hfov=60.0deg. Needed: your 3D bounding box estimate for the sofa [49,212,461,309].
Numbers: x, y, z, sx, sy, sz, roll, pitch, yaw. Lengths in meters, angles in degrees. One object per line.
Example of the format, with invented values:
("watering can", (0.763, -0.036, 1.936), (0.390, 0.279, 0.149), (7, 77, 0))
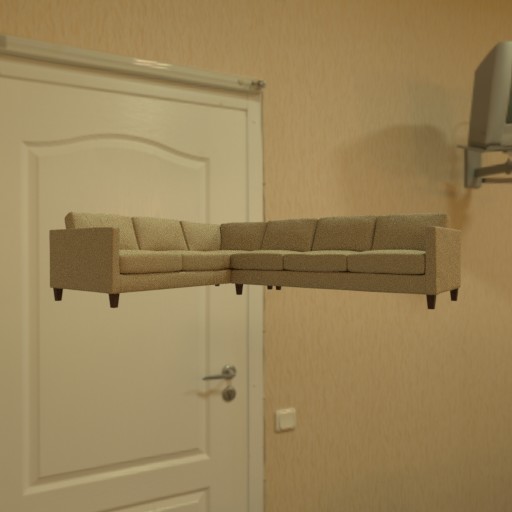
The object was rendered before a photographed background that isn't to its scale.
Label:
("sofa", (0.000, 0.000, 4.273), (3.182, 0.863, 2.432), (0, 1, 37))
